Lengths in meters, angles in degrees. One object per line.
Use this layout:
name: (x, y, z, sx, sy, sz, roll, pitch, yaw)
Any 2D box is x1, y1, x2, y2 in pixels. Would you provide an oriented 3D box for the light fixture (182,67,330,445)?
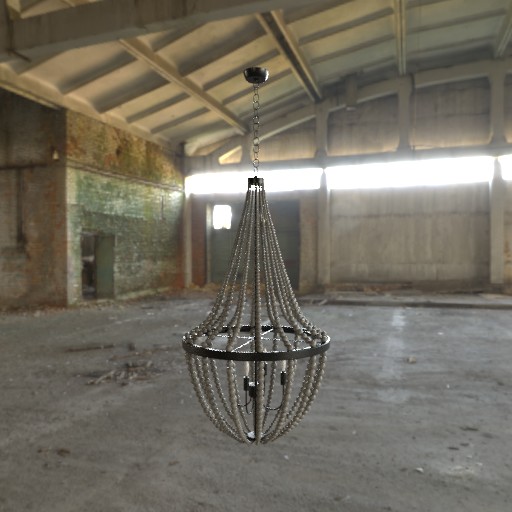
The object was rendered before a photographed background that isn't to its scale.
light fixture: (0.000, 0.000, 1.368, 0.450, 1.133, 0.450, 0, 0, 0)
